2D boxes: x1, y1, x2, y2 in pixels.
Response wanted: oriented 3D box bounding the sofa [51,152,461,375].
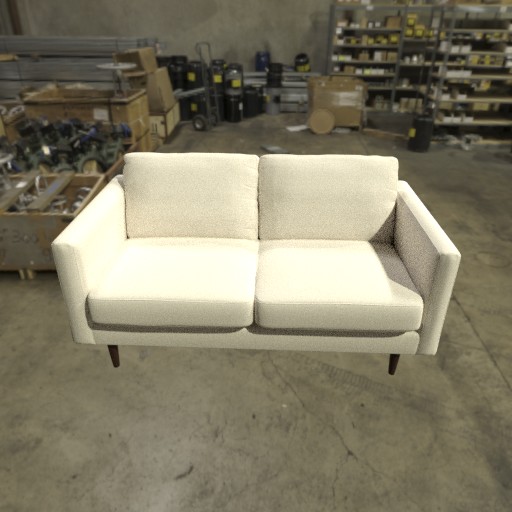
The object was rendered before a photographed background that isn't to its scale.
[{"bbox_3d":[0.000,0.000,2.298,1.713,0.893,0.940,1,29,2],"label":"sofa"}]
